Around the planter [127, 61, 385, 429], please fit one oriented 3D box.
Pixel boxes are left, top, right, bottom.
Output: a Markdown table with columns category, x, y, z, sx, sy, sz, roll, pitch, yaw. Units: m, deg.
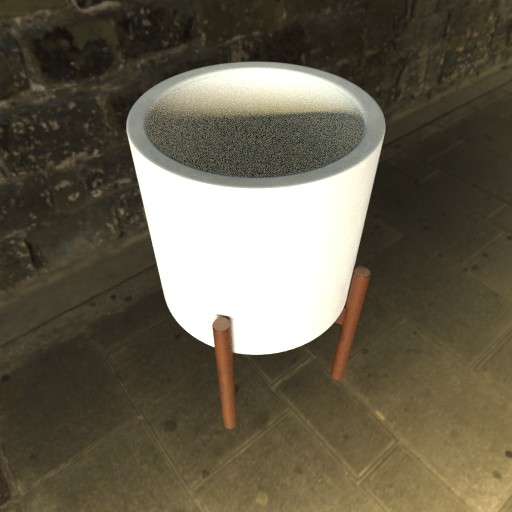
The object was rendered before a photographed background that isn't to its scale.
| category | x | y | z | sx | sy | sz | roll | pitch | yaw |
| --- | --- | --- | --- | --- | --- | --- | --- | --- | --- |
| planter | 0.000 | 0.000 | 0.965 | 0.417 | 0.670 | 0.417 | -18 | 48 | -17 |
